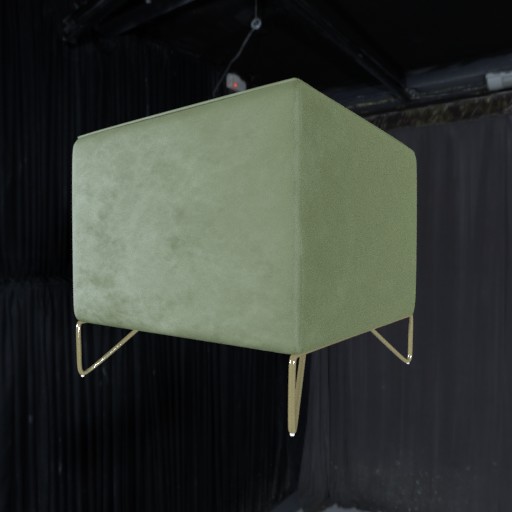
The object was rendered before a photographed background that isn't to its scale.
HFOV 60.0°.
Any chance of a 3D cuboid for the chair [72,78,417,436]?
[{"bbox_3d":[0.000,0.000,1.553,0.880,0.790,0.894,0,0,36],"label":"chair"}]
